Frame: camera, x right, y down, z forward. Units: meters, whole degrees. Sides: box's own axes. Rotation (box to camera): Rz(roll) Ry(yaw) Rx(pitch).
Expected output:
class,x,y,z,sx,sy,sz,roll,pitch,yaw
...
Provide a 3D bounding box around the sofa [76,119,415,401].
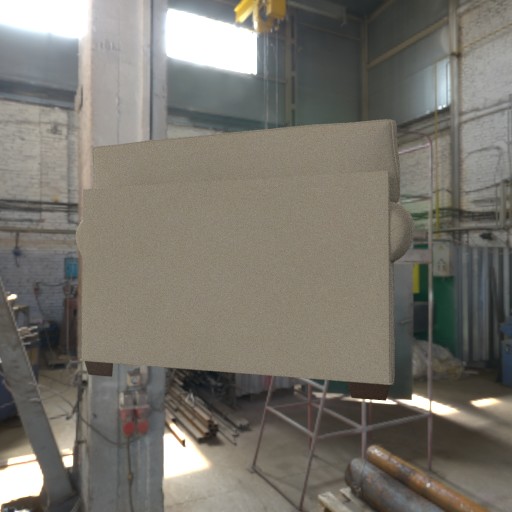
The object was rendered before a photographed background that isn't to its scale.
class,x,y,z,sx,sy,sz,roll,pitch,yaw
sofa,0.000,0.000,2.110,1.405,1.006,0.937,0,-1,17
